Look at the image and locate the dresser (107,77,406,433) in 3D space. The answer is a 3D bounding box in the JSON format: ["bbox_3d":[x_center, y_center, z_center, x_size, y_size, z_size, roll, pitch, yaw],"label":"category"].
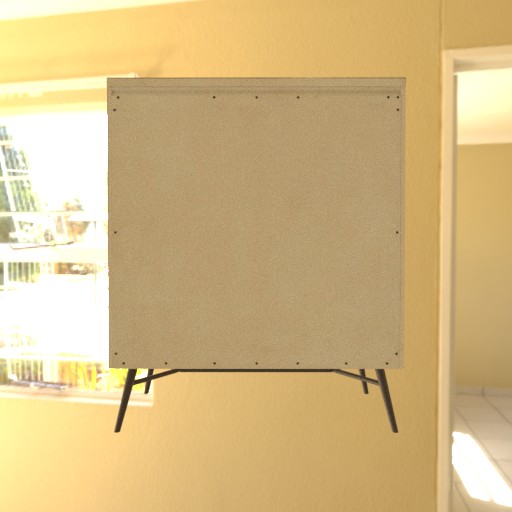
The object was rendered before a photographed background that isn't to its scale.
[{"bbox_3d":[0.000,0.000,1.739,1.016,1.219,0.457,0,1,0],"label":"dresser"}]
